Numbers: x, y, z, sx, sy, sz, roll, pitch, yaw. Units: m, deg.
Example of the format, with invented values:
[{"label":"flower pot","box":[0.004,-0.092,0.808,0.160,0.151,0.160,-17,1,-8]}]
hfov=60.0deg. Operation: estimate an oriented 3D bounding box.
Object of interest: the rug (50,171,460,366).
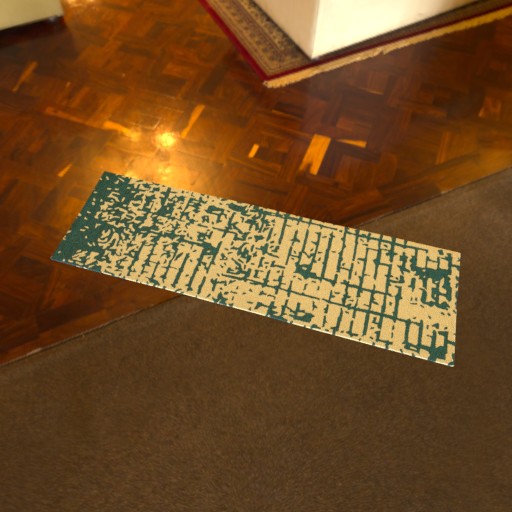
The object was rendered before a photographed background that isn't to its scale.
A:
[{"label":"rug","box":[0.000,0.000,2.752,2.435,0.011,0.750,14,60,8]}]
